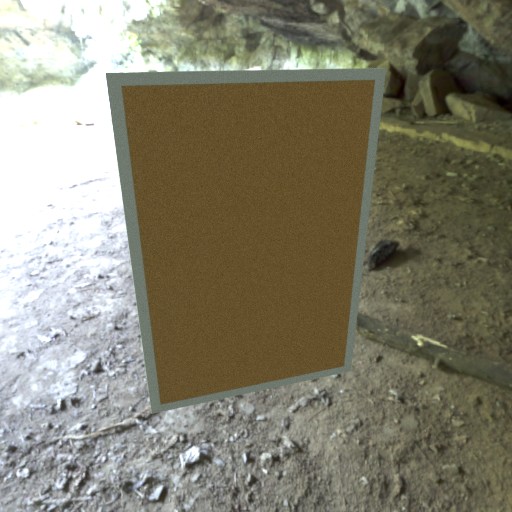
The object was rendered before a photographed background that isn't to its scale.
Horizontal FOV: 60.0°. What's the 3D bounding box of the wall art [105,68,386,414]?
[{"bbox_3d":[0.000,0.000,0.559,0.303,0.433,0.013,-7,27,-15],"label":"wall art"}]
